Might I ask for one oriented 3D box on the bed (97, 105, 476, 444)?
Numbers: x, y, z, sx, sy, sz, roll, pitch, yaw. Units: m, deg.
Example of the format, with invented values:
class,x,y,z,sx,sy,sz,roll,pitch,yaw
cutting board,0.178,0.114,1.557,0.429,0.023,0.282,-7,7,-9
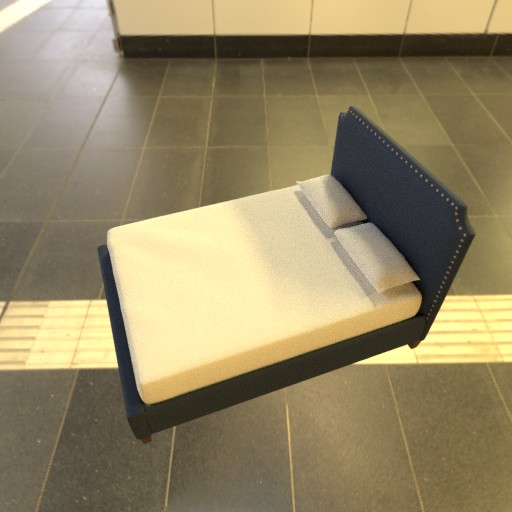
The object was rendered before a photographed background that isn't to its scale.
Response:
class,x,y,z,sx,sy,sz,roll,pitch,yaw
bed,0.000,0.000,3.456,2.372,1.443,1.712,-15,47,-14
